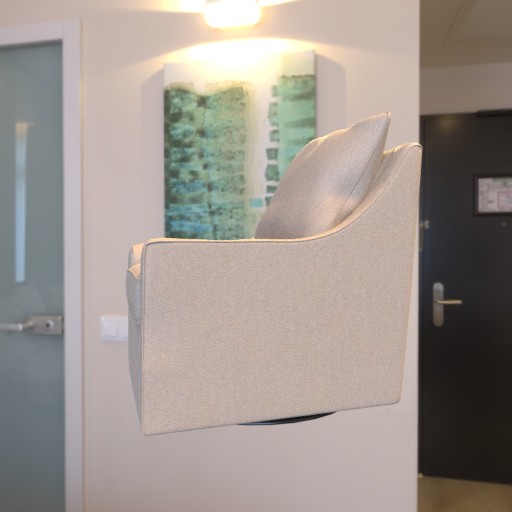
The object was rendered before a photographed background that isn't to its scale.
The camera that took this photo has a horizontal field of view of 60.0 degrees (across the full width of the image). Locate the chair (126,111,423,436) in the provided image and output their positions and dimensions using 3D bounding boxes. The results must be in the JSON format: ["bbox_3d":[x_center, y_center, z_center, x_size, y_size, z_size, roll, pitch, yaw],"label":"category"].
[{"bbox_3d":[0.000,0.000,1.585,0.876,0.942,0.760,0,1,-19],"label":"chair"}]
